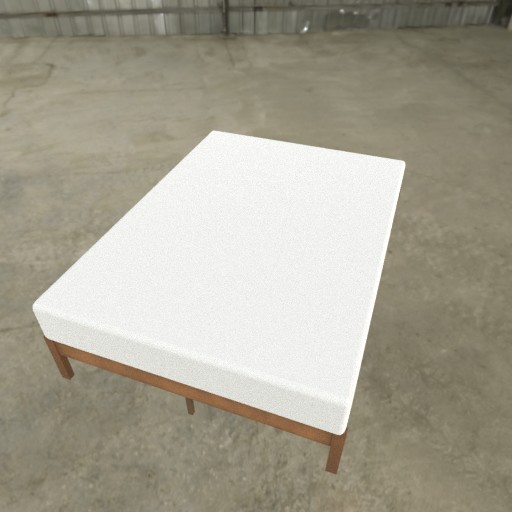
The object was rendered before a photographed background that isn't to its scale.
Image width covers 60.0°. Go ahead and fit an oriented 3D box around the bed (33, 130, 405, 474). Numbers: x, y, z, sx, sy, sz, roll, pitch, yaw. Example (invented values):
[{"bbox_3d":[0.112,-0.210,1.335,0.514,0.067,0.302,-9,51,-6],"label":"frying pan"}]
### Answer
[{"bbox_3d":[0.000,0.000,2.776,1.529,0.593,2.050,13,42,15],"label":"bed"}]
